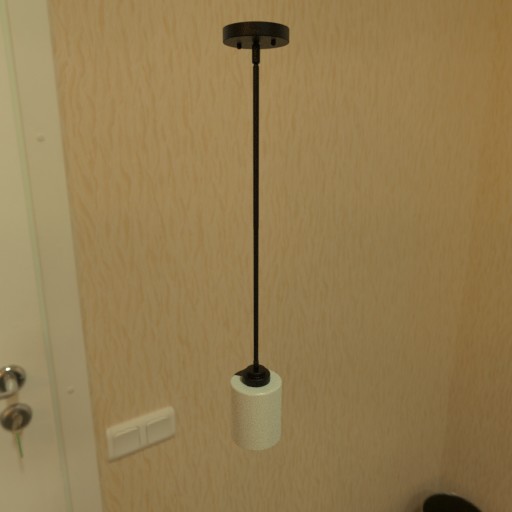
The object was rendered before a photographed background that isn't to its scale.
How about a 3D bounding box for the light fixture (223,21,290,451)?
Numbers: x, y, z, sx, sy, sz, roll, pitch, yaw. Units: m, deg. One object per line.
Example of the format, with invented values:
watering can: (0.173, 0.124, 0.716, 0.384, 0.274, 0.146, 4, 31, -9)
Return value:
light fixture: (0.000, 0.000, 0.928, 0.123, 0.863, 0.123, 7, 17, 26)
